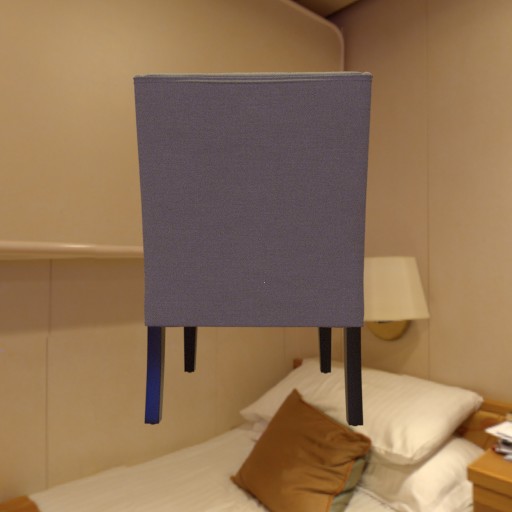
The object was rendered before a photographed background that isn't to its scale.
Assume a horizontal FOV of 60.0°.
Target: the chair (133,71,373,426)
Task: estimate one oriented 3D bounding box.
[{"bbox_3d":[0.000,0.000,1.334,0.569,0.853,0.676,0,-1,1],"label":"chair"}]
